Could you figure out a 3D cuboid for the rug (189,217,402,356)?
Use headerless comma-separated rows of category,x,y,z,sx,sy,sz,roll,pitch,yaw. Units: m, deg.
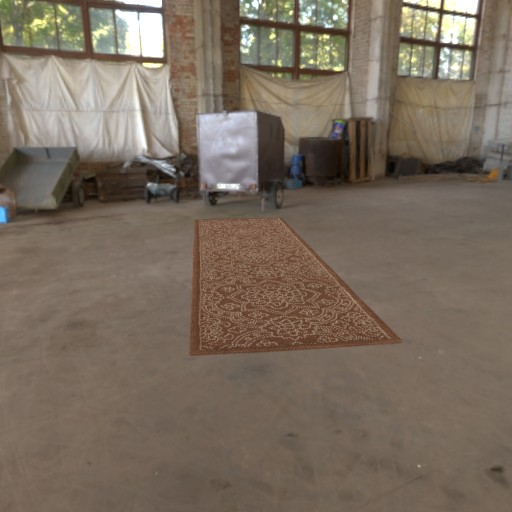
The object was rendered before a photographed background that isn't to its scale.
rug,0.000,0.000,2.718,0.769,0.012,2.448,-2,16,-7
